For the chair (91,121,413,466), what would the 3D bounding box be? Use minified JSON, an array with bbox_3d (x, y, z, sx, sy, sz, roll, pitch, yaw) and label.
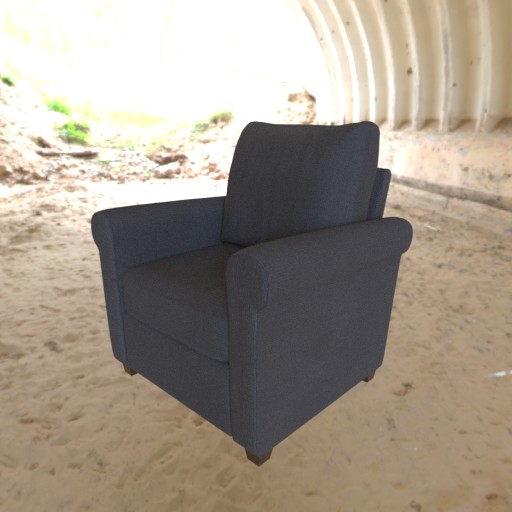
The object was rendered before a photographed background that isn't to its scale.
[{"bbox_3d":[0.000,0.000,1.614,0.867,0.942,0.828,16,23,42],"label":"chair"}]
